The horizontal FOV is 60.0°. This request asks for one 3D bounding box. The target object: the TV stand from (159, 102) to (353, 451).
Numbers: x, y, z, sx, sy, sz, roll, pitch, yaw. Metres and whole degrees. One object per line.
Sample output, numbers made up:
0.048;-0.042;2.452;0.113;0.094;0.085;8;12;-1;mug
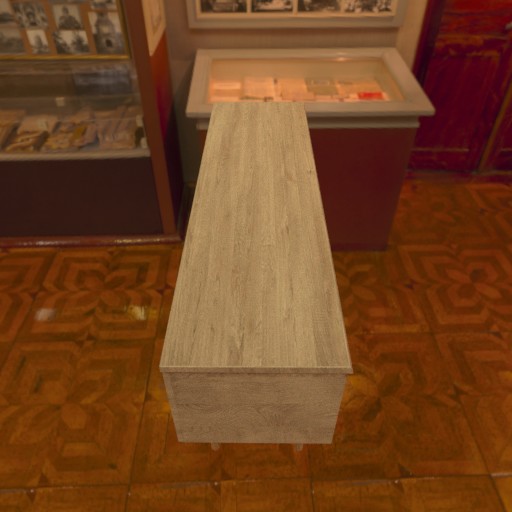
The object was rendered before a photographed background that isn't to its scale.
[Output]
0.000;0.000;1.546;0.401;0.565;1.313;0;41;0;TV stand
